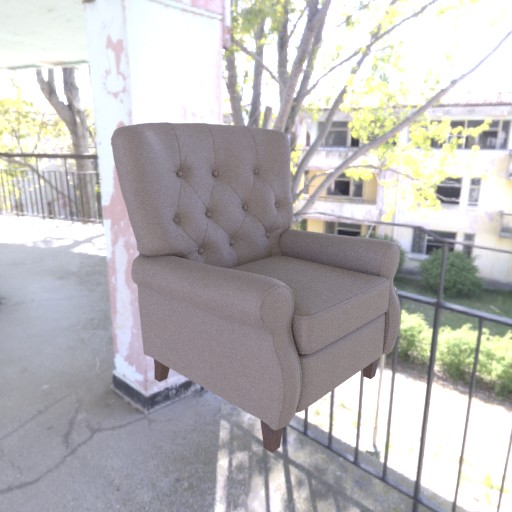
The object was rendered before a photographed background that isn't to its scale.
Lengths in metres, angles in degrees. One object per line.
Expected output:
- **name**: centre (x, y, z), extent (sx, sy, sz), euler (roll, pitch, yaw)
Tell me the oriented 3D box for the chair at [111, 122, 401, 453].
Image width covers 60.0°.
- **chair**: centre (0.000, 0.000, 1.945), extent (1.041, 1.138, 0.999), euler (14, 20, 42)
